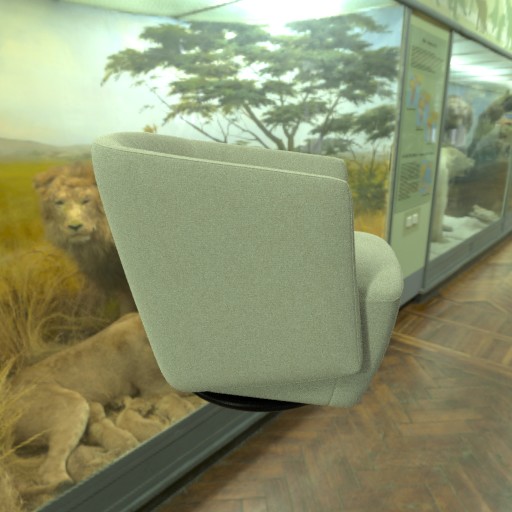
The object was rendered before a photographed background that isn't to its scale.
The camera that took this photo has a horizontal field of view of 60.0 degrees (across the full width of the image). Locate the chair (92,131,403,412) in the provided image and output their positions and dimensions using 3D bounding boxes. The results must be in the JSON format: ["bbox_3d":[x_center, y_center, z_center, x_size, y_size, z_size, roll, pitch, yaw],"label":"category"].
[{"bbox_3d":[0.000,0.000,1.597,0.986,0.861,0.822,3,17,10],"label":"chair"}]
